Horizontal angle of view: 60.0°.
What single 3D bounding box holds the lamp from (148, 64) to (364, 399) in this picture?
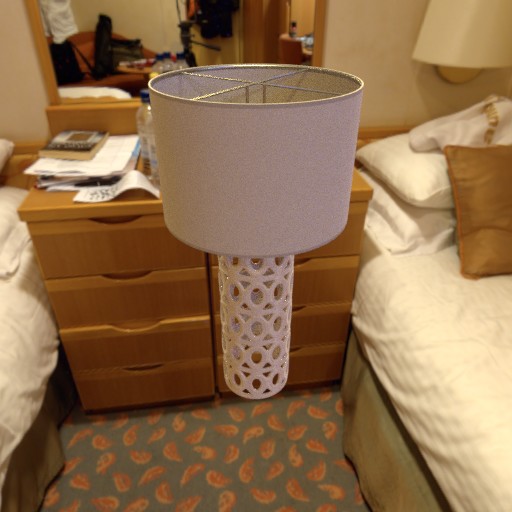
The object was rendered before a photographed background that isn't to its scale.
[{"bbox_3d":[0.000,0.000,0.849,0.324,0.636,0.325,20,37,29],"label":"lamp"}]
